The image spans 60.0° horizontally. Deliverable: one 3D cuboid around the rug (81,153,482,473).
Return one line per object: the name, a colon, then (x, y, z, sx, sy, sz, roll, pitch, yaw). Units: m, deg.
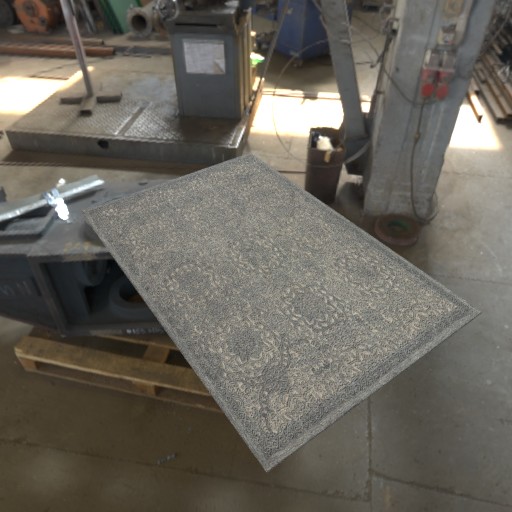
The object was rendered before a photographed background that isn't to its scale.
rug: (0.000, 0.000, 2.295, 1.208, 0.012, 1.819, -25, 47, -26)
